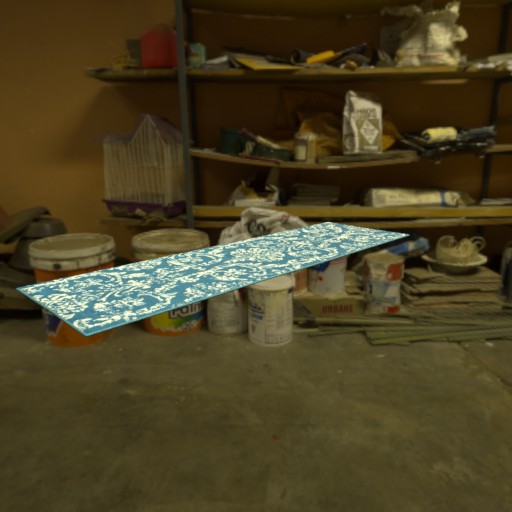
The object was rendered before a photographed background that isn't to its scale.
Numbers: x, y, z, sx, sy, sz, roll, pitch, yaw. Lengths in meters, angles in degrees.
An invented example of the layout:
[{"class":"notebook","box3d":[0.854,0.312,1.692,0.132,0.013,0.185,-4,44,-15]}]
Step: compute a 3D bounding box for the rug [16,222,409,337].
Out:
[{"class":"rug","box3d":[0.000,0.000,2.386,2.196,0.011,0.662,-14,20,-43]}]
